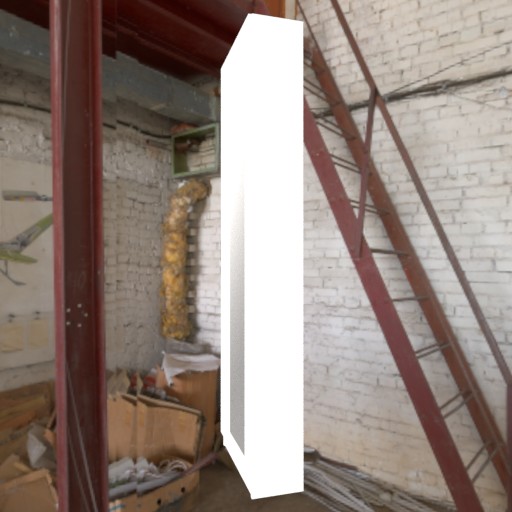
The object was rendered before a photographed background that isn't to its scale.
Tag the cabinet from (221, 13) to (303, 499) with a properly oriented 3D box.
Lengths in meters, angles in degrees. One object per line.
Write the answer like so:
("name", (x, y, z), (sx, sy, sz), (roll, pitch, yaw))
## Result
("cabinet", (0.000, 0.000, 1.898), (0.230, 1.790, 0.500), (0, 0, -16))
